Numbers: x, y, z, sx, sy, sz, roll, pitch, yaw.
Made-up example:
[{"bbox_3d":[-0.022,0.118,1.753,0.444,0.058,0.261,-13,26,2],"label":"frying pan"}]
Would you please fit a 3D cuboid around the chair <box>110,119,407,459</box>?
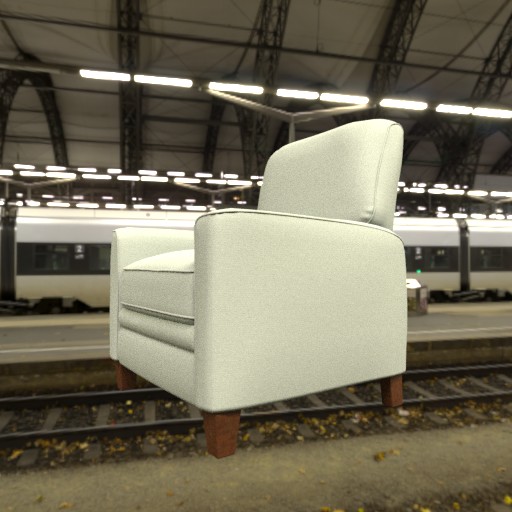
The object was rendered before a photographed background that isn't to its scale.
[{"bbox_3d":[0.000,0.000,1.614,0.846,1.007,0.853,1,-1,-35],"label":"chair"}]
